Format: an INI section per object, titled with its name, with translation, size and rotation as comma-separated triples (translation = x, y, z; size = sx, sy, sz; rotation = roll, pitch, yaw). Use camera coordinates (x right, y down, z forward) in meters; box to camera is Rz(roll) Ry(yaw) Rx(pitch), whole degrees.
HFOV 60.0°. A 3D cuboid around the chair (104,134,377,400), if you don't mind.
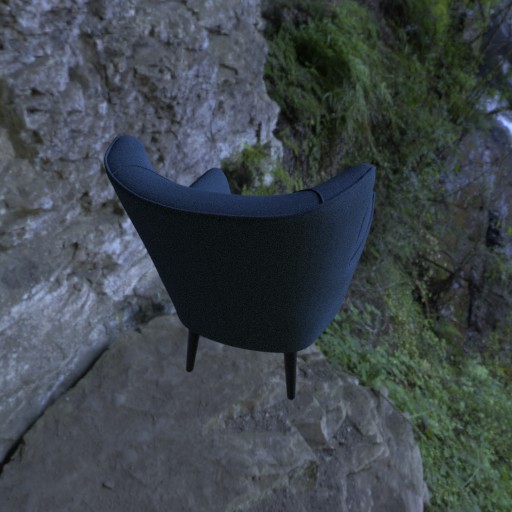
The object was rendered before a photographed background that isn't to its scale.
[chair]
translation = 0.000, 0.000, 1.638
size = 0.781, 0.933, 0.888
rotation = 11, 34, 16
